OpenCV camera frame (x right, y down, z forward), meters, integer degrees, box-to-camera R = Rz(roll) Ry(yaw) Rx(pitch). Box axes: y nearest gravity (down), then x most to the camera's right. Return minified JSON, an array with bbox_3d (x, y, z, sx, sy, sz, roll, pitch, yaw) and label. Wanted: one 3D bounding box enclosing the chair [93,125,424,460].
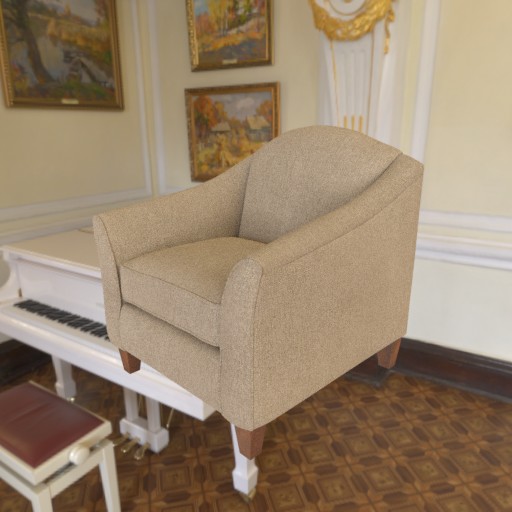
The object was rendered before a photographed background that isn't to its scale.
[{"bbox_3d":[0.000,0.000,1.476,0.763,0.839,0.787,15,22,42],"label":"chair"}]
